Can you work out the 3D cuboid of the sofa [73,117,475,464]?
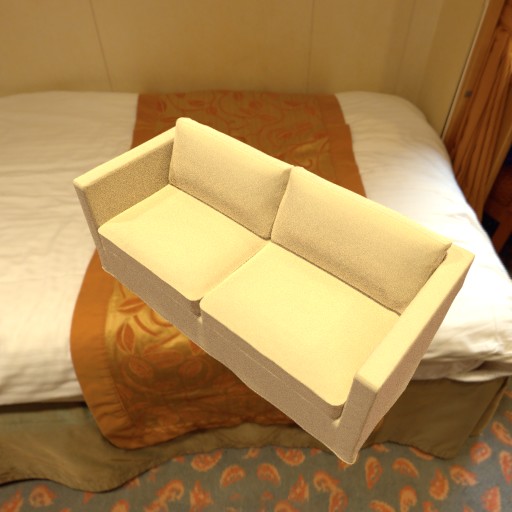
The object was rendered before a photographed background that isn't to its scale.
[{"bbox_3d":[0.000,0.000,2.495,1.987,0.870,0.940,32,54,27],"label":"sofa"}]
